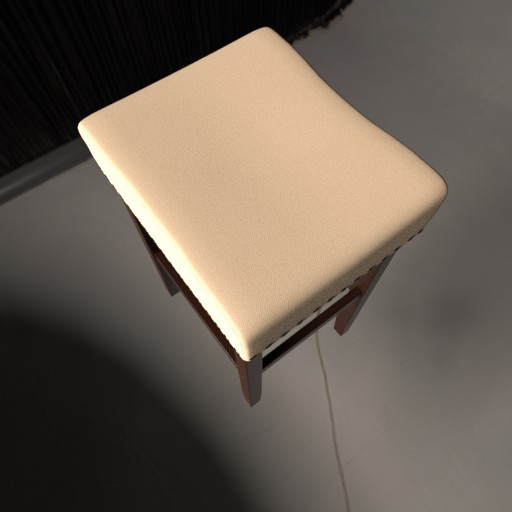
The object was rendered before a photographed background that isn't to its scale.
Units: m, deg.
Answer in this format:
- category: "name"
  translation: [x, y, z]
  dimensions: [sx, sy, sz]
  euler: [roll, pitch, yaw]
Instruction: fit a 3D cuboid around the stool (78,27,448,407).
- category: "stool"
  translation: [0.000, 0.000, 1.027]
  dimensions: [0.401, 0.762, 0.471]
  euler: [-34, 69, -15]
